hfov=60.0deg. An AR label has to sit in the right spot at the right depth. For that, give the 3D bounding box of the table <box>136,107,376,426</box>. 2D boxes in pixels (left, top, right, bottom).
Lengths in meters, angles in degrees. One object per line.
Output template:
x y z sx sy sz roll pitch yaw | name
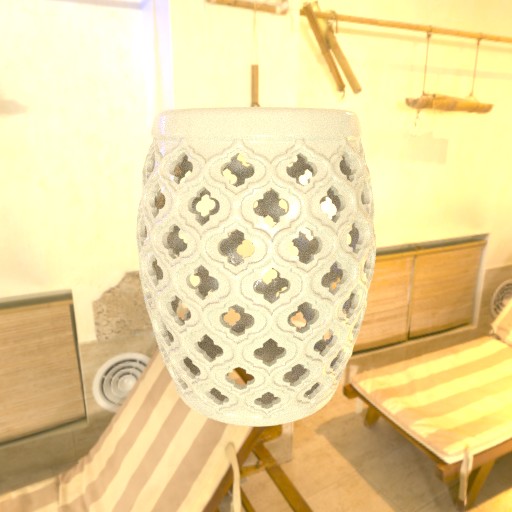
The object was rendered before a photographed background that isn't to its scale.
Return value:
0.000 0.000 0.628 0.325 0.388 0.325 0 16 0 | table
